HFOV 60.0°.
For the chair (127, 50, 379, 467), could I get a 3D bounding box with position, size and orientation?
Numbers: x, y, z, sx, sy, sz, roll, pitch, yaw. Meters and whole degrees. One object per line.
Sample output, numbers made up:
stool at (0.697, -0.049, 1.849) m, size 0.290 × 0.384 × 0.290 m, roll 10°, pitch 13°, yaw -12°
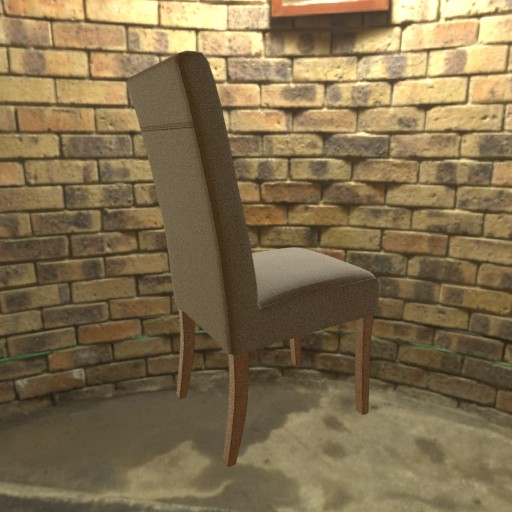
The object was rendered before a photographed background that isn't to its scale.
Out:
chair at (0.000, 0.000, 1.337) m, size 0.611 × 1.033 × 0.450 m, roll -8°, pitch 16°, yaw -28°
